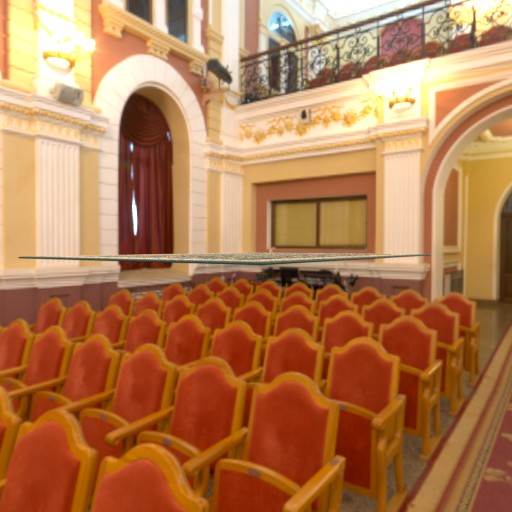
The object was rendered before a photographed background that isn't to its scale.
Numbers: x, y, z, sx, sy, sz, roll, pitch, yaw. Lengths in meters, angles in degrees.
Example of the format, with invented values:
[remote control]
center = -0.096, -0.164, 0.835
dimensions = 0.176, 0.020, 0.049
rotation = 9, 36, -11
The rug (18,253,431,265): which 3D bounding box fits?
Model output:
[rug]
center = 0.000, 0.000, 3.925
dimensions = 2.226, 0.015, 3.044
rotation = 1, 1, 35
